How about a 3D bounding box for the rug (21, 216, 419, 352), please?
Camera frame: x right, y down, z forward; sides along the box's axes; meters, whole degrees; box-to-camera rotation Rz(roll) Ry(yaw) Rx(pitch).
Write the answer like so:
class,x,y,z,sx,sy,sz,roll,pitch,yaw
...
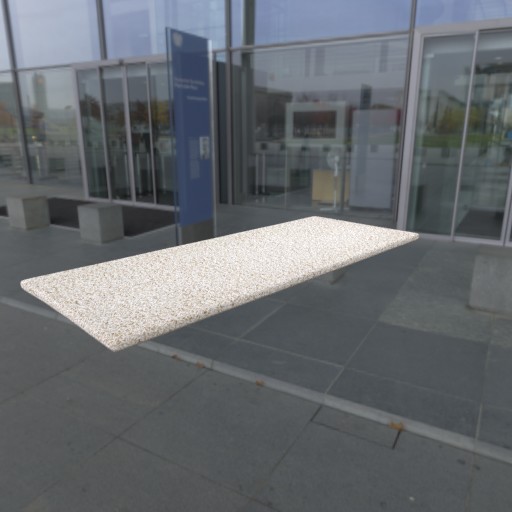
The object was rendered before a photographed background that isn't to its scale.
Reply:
class,x,y,z,sx,sy,sz,roll,pitch,yaw
rug,0.000,0.000,1.723,0.609,0.030,1.524,15,22,43
